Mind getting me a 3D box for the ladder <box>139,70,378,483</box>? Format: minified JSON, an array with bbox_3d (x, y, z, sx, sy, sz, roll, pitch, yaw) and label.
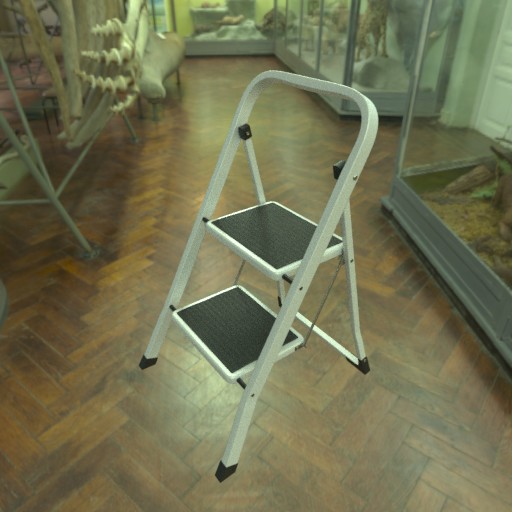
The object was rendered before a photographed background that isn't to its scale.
[{"bbox_3d":[0.000,0.000,1.107,0.544,0.810,0.460,-21,38,-30],"label":"ladder"}]
